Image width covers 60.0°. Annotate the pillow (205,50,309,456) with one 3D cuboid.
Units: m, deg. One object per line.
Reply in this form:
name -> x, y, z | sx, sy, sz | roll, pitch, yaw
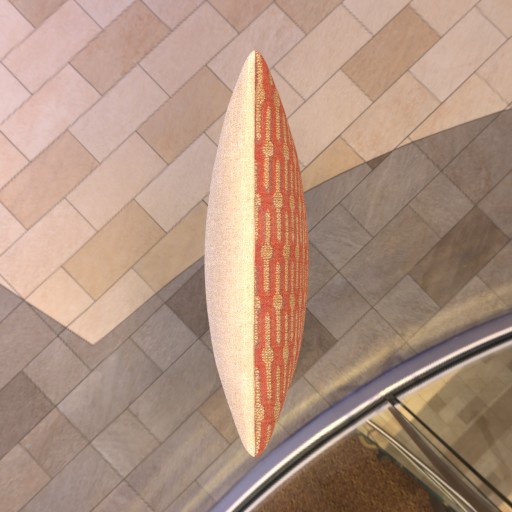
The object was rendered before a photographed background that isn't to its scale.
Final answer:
pillow -> 0.000, 0.000, 0.793 | 0.182, 0.503, 0.511 | 0, 88, 0
